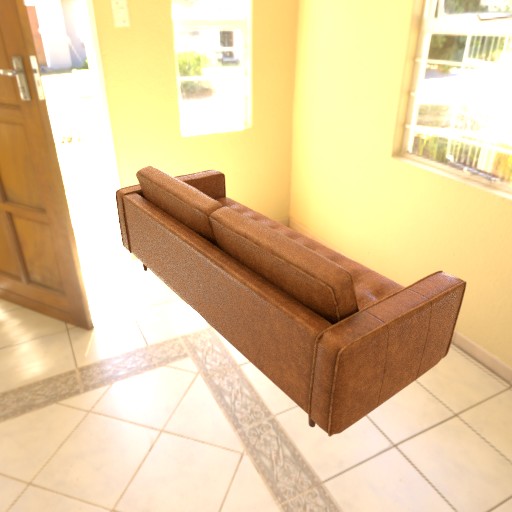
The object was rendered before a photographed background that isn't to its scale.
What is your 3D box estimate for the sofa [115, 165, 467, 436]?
[{"bbox_3d":[0.000,0.000,2.685,0.886,0.779,2.199,-20,34,-32],"label":"sofa"}]
